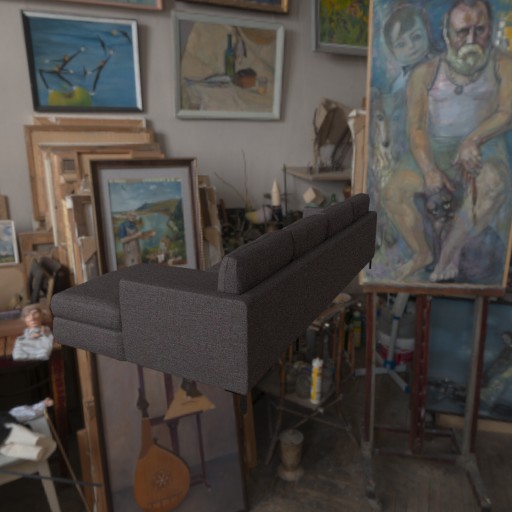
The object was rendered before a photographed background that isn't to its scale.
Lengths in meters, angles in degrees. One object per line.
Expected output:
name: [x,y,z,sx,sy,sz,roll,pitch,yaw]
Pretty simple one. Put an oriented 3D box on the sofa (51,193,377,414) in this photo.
sofa: [0.000,0.000,3.982,1.483,0.892,3.221,7,17,26]
